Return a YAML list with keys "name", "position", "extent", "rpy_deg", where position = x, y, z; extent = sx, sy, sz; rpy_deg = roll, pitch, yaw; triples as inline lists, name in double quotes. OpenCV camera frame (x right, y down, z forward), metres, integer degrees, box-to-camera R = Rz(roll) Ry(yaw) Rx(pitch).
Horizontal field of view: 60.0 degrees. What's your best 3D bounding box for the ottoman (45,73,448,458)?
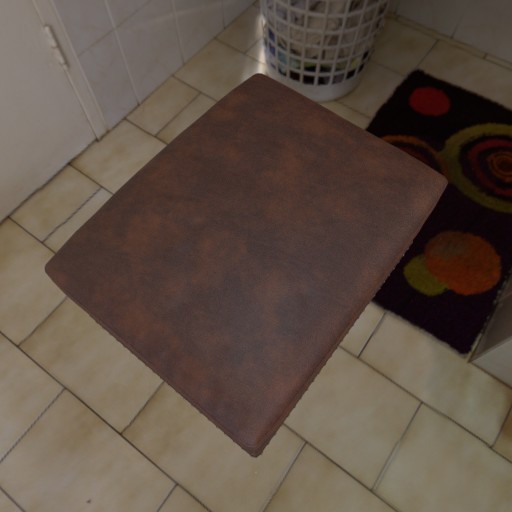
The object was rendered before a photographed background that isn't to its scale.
- name: "ottoman"
  position: [0.000, 0.000, 1.123]
  extent: [0.586, 0.486, 0.742]
  rpy_deg: [35, 69, 16]
